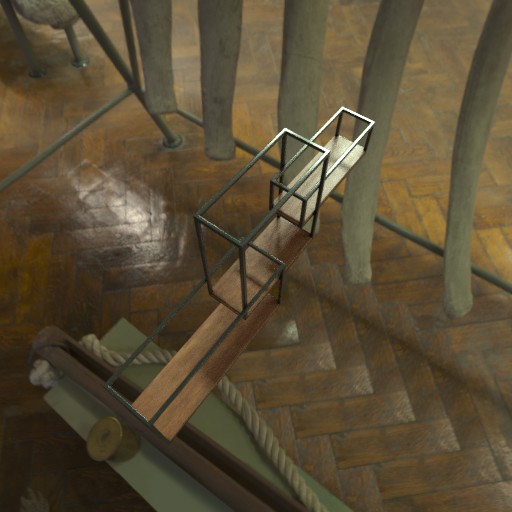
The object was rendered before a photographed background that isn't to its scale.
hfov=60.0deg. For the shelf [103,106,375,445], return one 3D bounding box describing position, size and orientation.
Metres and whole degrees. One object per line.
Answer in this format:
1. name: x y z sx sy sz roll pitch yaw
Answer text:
1. shelf: 0.000 0.000 2.170 0.275 0.972 1.781 33 64 18
